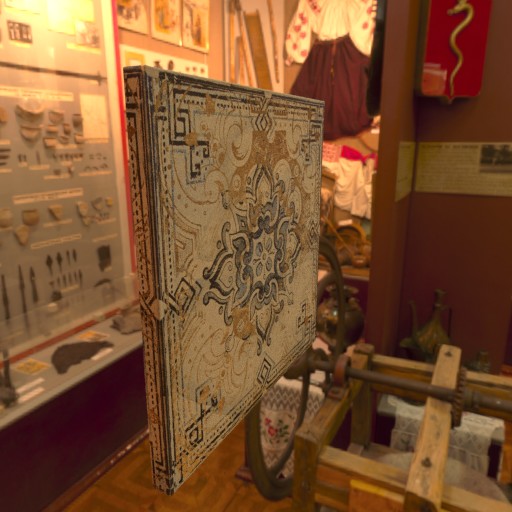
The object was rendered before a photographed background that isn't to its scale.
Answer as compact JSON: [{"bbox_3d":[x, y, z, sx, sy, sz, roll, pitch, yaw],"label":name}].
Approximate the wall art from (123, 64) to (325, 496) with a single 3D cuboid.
[{"bbox_3d":[0.000,0.000,0.858,0.036,0.607,0.609,8,17,27],"label":"wall art"}]
